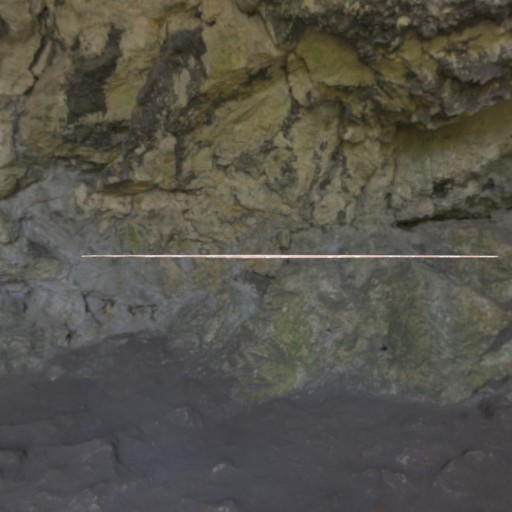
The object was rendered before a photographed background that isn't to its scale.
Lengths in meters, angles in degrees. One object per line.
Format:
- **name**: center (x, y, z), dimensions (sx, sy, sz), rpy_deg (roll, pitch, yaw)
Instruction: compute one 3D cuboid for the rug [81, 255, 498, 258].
- **rug**: center (0.000, 0.000, 4.240), dimensions (2.452, 0.020, 3.365), rpy_deg (0, 0, -34)
